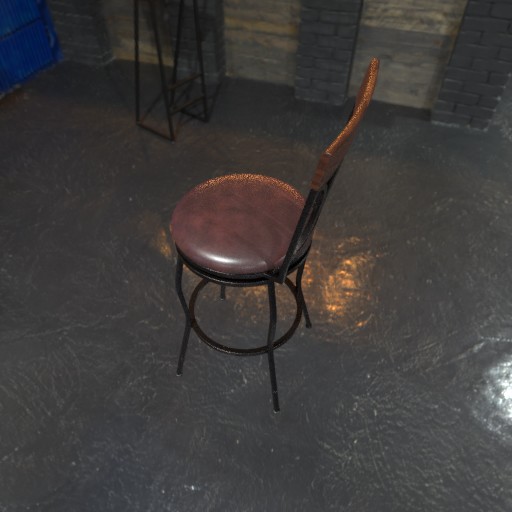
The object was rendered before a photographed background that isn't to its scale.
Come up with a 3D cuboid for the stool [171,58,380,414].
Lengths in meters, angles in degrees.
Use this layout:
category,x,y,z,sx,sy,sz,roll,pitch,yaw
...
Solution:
category,x,y,z,sx,sy,sz,roll,pitch,yaw
stool,0.000,0.000,1.400,0.513,1.130,0.448,16,48,15
